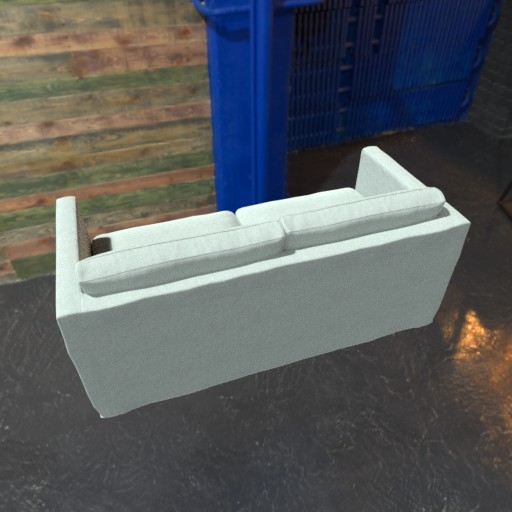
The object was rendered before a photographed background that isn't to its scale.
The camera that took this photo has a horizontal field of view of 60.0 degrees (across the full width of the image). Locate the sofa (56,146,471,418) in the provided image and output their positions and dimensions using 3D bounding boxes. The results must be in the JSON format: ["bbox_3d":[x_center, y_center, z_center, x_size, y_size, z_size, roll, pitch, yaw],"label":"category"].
[{"bbox_3d":[0.000,0.000,2.471,1.987,0.870,0.940,-12,41,-15],"label":"sofa"}]
